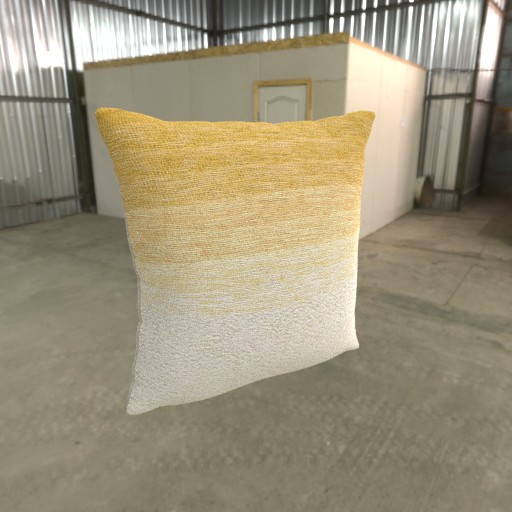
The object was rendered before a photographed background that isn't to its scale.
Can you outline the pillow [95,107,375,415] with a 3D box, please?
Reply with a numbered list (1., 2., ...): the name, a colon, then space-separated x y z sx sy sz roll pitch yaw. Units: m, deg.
1. pillow: 0.000 0.000 0.714 0.450 0.450 0.211 -9 20 -26
